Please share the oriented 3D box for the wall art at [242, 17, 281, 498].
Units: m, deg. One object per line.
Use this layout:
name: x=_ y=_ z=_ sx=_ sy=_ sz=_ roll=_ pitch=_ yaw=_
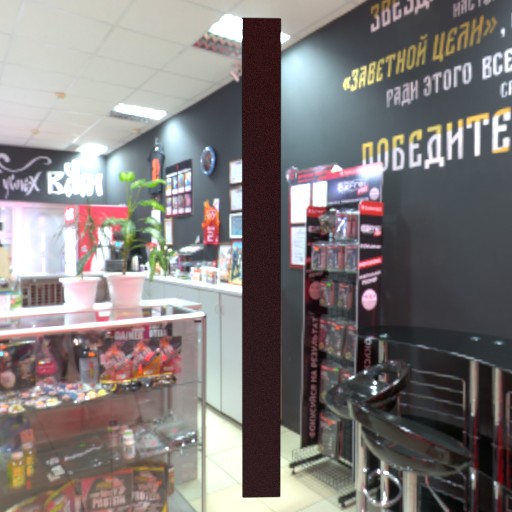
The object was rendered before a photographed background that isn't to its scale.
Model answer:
wall art: x=0.000 y=0.000 z=0.488 sx=0.030 sy=0.369 sz=0.294 roll=0 pitch=2 yaw=-2
